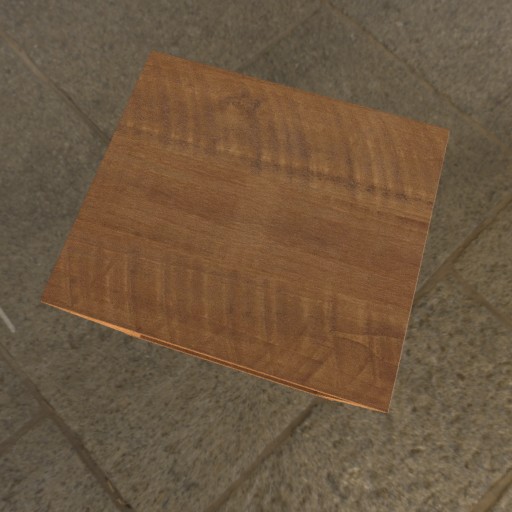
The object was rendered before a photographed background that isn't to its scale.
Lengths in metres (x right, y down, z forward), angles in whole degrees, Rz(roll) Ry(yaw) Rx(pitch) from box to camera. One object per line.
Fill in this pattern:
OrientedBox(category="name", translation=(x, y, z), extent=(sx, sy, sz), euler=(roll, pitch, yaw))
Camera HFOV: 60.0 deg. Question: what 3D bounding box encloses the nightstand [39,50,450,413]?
OrientedBox(category="nightstand", translation=(0.000, 0.000, 0.880), extent=(0.493, 0.491, 0.436), euler=(17, 75, 5))
